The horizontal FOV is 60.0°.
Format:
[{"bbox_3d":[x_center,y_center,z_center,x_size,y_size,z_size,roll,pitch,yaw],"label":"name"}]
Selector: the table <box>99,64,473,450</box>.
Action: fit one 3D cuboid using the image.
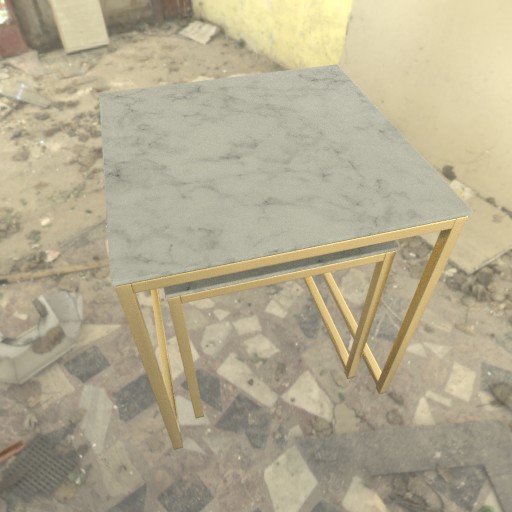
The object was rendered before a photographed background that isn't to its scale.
[{"bbox_3d":[0.000,0.000,0.852,0.450,0.500,0.450,-11,48,-10],"label":"table"}]
